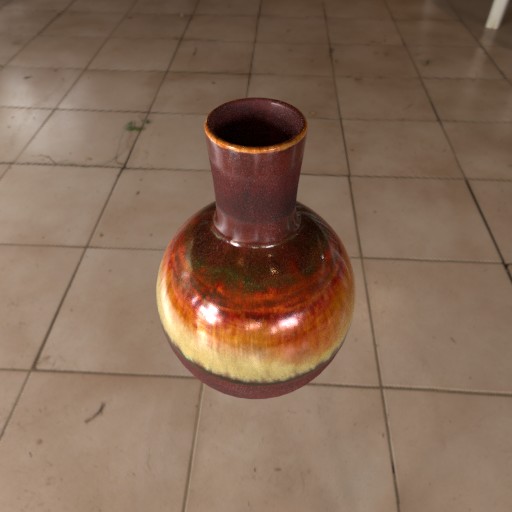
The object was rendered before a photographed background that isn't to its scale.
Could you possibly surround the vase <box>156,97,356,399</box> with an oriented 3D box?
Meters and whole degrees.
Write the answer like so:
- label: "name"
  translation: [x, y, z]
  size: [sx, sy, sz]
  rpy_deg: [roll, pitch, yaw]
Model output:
- label: "vase"
  translation: [0.000, 0.000, 0.231]
  size: [0.111, 0.154, 0.111]
  rpy_deg: [0, 46, 0]
